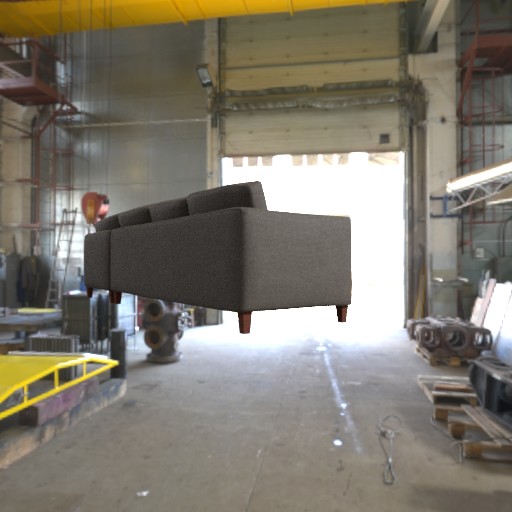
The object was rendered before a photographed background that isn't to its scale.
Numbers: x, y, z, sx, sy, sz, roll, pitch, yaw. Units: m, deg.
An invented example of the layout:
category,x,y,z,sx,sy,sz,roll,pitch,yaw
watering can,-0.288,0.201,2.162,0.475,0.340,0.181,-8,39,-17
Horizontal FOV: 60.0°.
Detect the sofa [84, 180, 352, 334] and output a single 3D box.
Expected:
category,x,y,z,sx,sy,sz,roll,pitch,yaw
sofa,0.000,0.000,4.538,2.593,0.947,3.302,1,-1,-36
